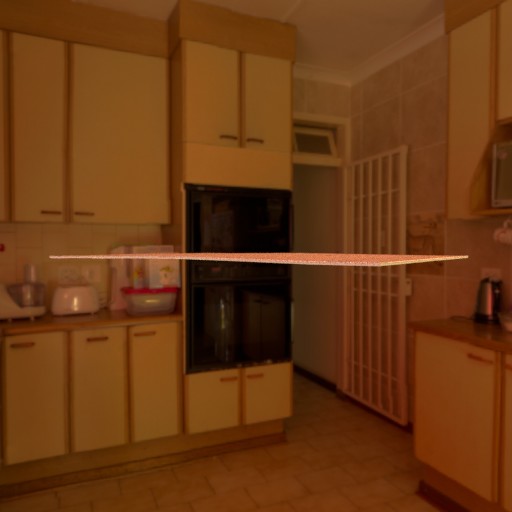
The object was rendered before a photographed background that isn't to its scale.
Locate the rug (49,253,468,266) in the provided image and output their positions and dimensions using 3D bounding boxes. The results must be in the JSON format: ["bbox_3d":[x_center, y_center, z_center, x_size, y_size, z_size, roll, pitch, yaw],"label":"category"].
[{"bbox_3d":[0.000,0.000,2.990,2.338,0.030,1.616,1,1,36],"label":"rug"}]
